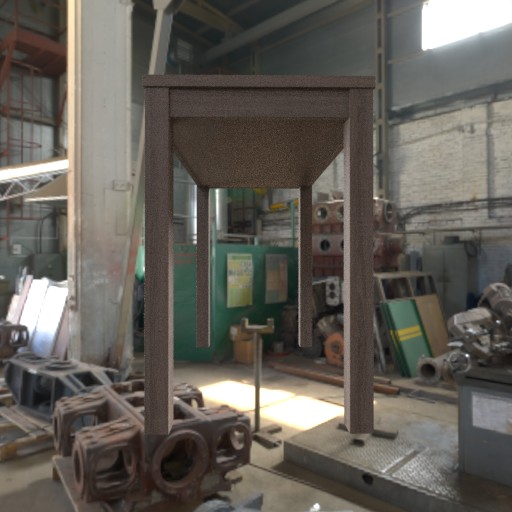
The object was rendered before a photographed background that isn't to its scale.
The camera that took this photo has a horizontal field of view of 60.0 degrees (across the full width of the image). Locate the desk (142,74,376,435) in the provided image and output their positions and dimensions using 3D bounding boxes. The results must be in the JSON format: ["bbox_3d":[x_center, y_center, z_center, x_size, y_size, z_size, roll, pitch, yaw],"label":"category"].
[{"bbox_3d":[0.000,0.000,1.433,0.495,0.762,0.991,0,0,-1],"label":"desk"}]
